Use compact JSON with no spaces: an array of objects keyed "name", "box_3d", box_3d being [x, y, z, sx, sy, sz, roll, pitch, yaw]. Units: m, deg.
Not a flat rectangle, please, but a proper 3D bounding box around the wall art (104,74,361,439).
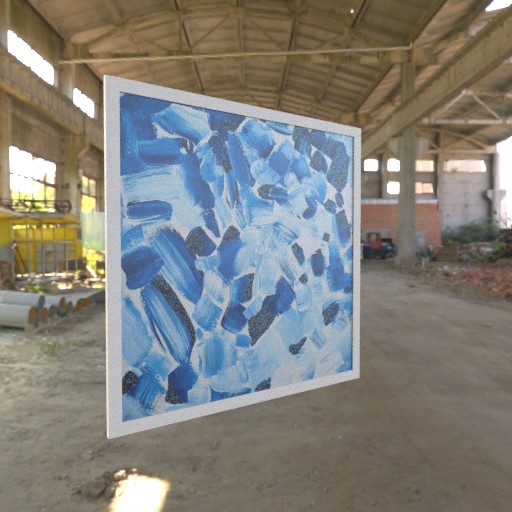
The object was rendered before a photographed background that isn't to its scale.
[{"name":"wall art","box_3d":[0.000,0.000,1.221,0.812,0.812,0.015,-1,2,-34]}]
